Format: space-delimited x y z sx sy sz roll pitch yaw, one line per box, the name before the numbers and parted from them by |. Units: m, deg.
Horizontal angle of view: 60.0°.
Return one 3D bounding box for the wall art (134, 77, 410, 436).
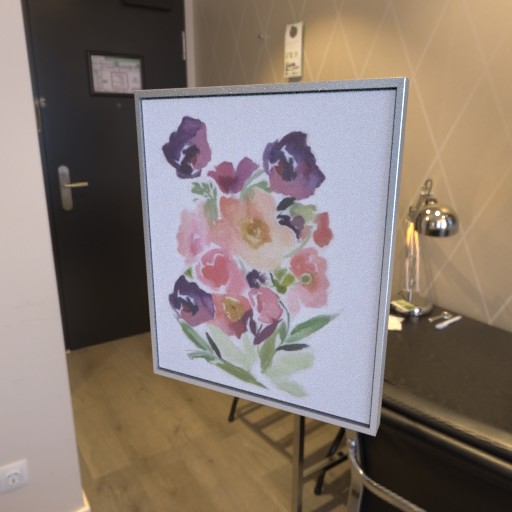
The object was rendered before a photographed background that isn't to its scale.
wall art | 0.000 0.000 0.763 0.452 0.549 0.038 7 17 25
